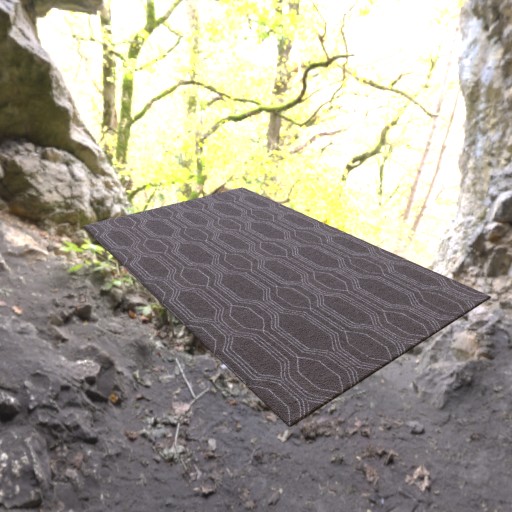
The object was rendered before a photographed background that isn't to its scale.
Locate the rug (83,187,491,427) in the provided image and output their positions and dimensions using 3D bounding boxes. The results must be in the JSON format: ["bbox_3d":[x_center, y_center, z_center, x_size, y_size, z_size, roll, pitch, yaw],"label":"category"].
[{"bbox_3d":[0.000,0.000,3.006,1.541,0.012,2.457,-19,33,-33],"label":"rug"}]
